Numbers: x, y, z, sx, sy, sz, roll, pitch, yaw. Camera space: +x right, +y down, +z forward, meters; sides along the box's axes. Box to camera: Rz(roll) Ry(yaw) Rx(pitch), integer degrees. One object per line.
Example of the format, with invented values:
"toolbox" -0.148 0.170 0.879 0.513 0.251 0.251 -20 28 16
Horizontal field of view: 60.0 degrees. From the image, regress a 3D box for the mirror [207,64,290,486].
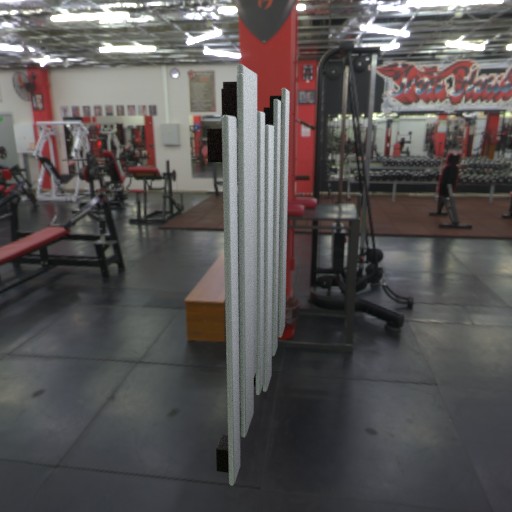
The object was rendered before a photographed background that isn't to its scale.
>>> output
"mirror" 0.000 0.000 0.798 0.058 0.611 0.445 3 16 10
